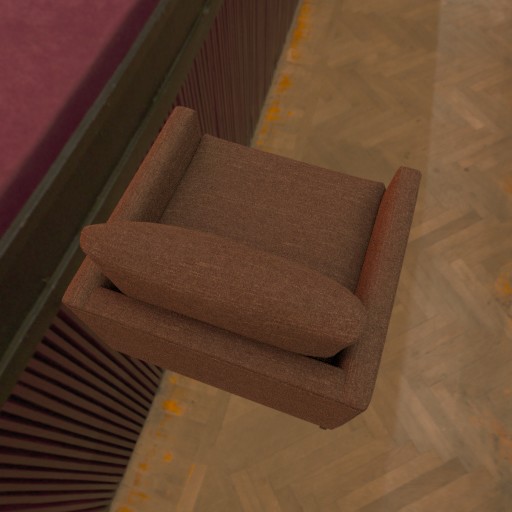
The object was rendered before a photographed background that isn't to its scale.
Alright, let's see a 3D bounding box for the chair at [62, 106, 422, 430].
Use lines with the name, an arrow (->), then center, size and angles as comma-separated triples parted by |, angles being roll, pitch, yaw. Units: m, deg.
chair -> 0.000, 0.000, 1.556 | 0.940, 0.841, 0.845 | 18, 64, 9
